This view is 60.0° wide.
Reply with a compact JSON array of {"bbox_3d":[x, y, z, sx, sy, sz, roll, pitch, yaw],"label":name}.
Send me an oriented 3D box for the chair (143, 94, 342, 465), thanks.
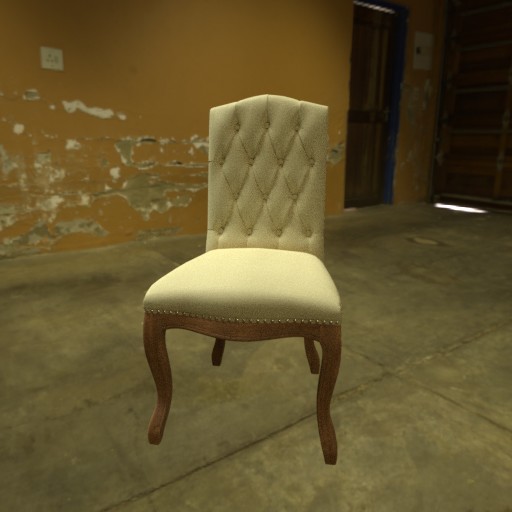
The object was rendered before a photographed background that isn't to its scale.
[{"bbox_3d":[0.000,0.000,1.605,0.623,1.165,0.715,2,15,9],"label":"chair"}]
